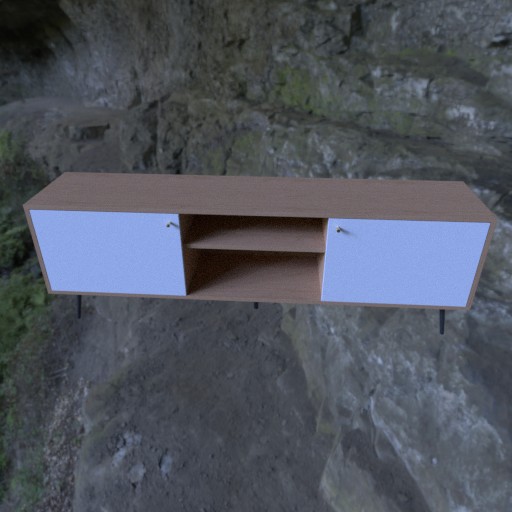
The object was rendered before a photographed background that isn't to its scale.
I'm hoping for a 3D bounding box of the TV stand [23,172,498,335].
[{"bbox_3d":[0.000,0.000,1.933,1.760,0.580,0.400,2,30,3],"label":"TV stand"}]
